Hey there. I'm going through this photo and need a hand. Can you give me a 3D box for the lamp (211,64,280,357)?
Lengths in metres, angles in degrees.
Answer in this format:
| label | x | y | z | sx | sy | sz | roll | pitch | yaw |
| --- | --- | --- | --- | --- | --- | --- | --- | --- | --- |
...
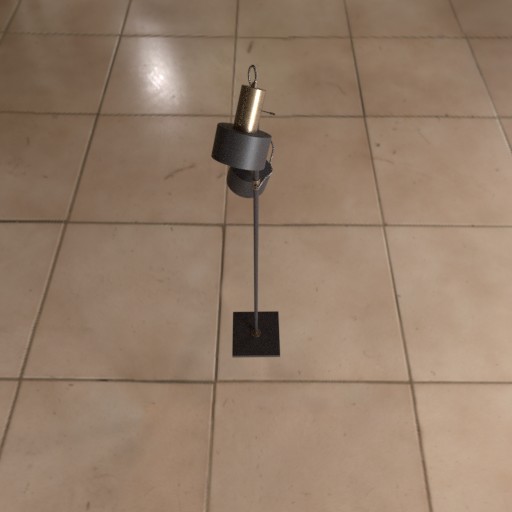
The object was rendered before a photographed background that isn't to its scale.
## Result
| label | x | y | z | sx | sy | sz | roll | pitch | yaw |
| --- | --- | --- | --- | --- | --- | --- | --- | --- | --- |
| lamp | 0.000 | 0.000 | 1.580 | 0.233 | 1.505 | 0.315 | -1 | 59 | 0 |
